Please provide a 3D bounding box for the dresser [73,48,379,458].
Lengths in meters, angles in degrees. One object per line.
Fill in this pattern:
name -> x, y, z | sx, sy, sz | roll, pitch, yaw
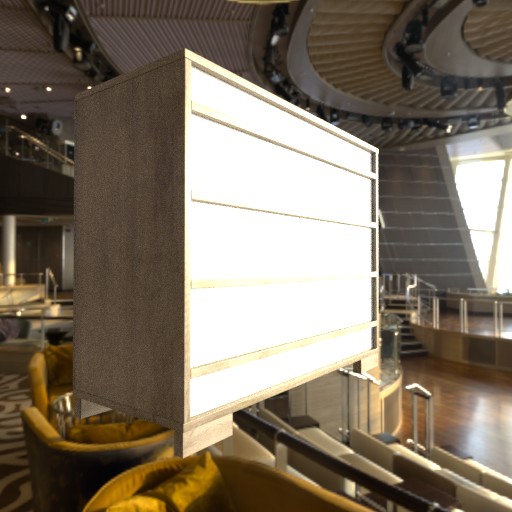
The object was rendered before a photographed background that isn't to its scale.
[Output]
dresser -> 0.000, 0.000, 1.395 | 0.404, 0.816, 0.994 | -1, -1, 37
